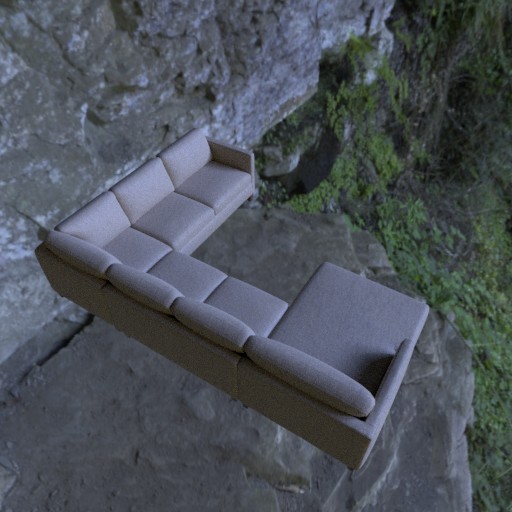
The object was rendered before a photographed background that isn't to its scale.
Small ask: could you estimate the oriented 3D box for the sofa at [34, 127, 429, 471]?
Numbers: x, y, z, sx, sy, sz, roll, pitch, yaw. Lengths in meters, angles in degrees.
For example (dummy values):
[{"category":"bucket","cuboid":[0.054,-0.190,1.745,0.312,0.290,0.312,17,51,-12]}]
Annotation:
[{"category":"sofa","cuboid":[0.000,0.000,4.447,3.403,0.889,2.551,24,50,22]}]
